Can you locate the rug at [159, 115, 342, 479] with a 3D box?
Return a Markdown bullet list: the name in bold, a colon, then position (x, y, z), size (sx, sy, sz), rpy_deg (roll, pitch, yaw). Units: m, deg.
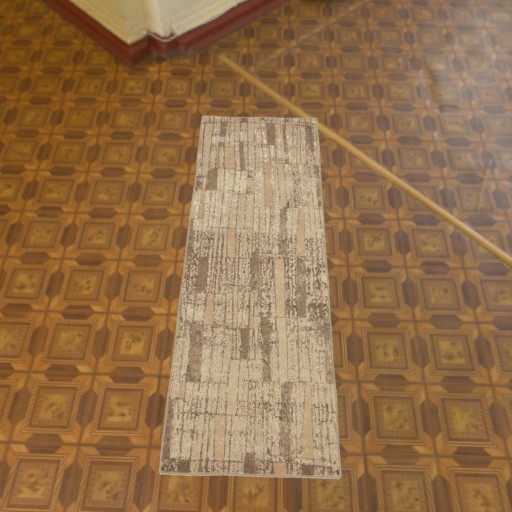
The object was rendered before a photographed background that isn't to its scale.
- **rug**: position (0.000, 0.000, 2.659), size (0.857, 0.018, 2.383), rpy_deg (1, 59, 1)
